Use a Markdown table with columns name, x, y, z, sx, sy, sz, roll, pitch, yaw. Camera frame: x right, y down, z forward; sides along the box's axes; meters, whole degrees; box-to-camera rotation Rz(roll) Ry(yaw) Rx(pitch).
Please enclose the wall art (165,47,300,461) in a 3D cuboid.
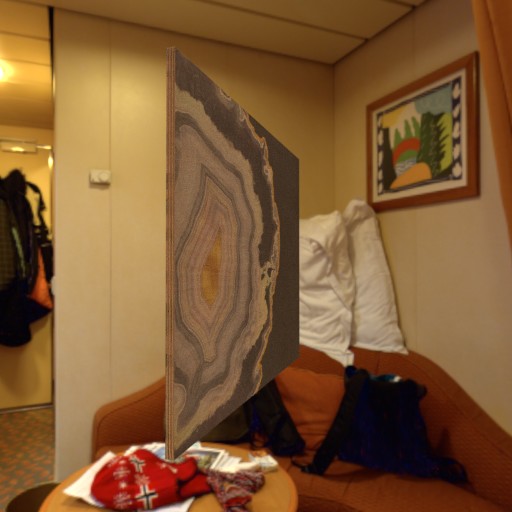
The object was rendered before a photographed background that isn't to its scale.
| name | x | y | z | sx | sy | sz | roll | pitch | yaw |
| --- | --- | --- | --- | --- | --- | --- | --- | --- | --- |
| wall art | 0.000 | 0.000 | 0.677 | 0.010 | 0.408 | 0.508 | 0 | -1 | 20 |
